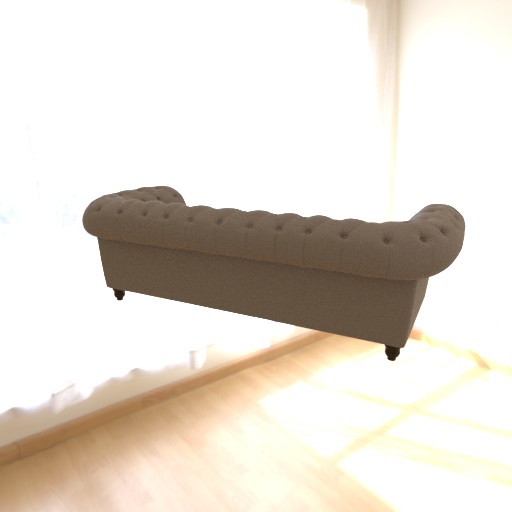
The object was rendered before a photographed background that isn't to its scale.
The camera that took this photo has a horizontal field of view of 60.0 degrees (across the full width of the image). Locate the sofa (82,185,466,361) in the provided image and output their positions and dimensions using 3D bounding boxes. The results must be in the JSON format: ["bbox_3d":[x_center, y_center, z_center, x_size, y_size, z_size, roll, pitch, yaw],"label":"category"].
[{"bbox_3d":[0.000,0.000,2.881,2.411,0.749,0.991,8,17,26],"label":"sofa"}]
